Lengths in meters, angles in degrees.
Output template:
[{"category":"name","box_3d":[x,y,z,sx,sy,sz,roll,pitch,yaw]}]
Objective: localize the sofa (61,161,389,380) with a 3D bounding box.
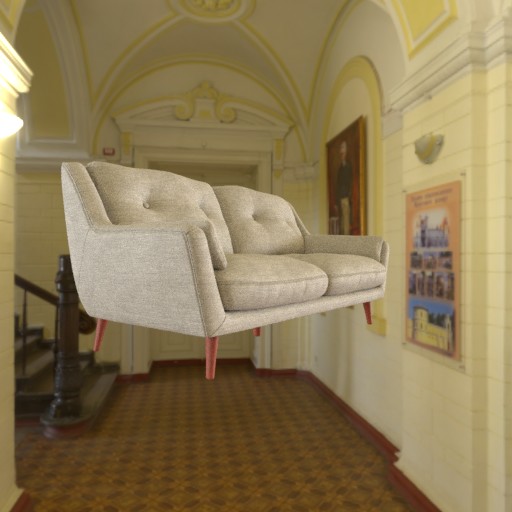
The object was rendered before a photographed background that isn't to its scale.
[{"category":"sofa","box_3d":[0.000,0.000,2.479,0.976,0.897,1.930,0,0,36]}]
